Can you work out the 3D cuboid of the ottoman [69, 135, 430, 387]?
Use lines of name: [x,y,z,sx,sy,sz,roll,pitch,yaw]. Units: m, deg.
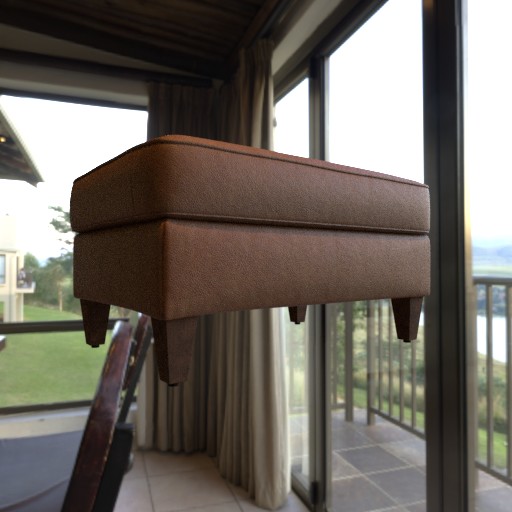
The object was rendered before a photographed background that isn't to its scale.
ottoman: [0.000,0.000,1.210,0.864,0.483,0.584,1,-1,-37]
